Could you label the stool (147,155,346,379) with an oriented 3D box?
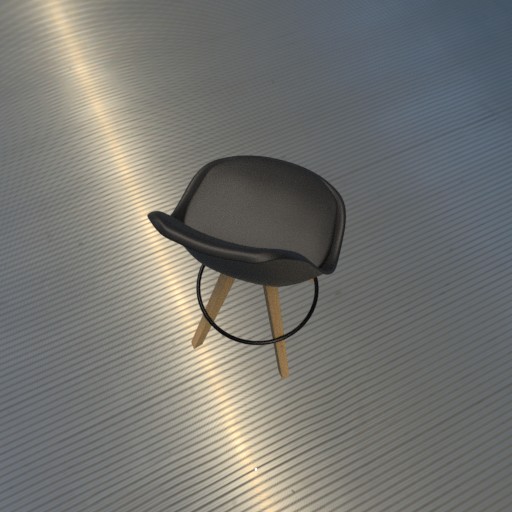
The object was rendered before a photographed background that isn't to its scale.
[{"bbox_3d":[0.000,0.000,1.401,0.485,1.115,0.550,17,66,8],"label":"stool"}]
